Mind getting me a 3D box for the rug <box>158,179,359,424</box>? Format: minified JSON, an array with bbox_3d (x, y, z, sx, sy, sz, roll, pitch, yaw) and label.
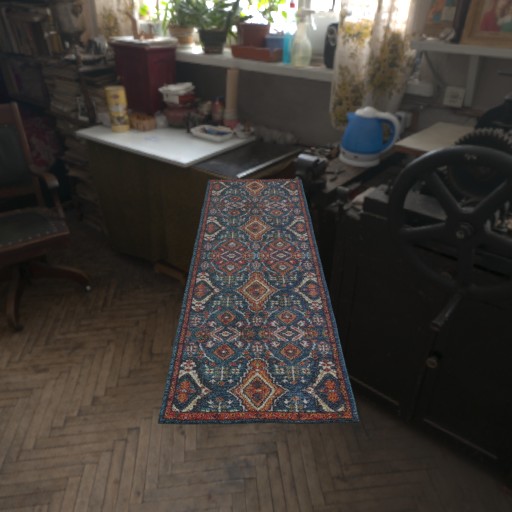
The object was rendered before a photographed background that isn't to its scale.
[{"bbox_3d":[0.000,0.000,2.781,0.801,0.010,2.459,0,33,0],"label":"rug"}]
